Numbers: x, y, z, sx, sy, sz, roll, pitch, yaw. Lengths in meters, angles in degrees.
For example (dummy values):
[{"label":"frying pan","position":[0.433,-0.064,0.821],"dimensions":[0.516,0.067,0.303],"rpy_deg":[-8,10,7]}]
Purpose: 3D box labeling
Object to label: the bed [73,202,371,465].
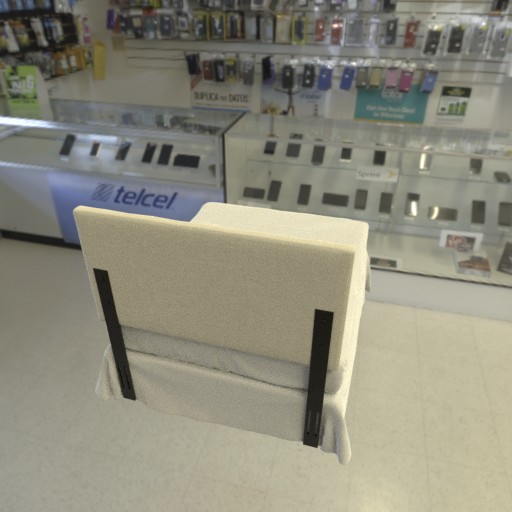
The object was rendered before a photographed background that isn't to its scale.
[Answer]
[{"label":"bed","position":[0.000,0.000,3.605],"dimensions":[1.936,1.577,2.222],"rpy_deg":[9,33,14]}]
